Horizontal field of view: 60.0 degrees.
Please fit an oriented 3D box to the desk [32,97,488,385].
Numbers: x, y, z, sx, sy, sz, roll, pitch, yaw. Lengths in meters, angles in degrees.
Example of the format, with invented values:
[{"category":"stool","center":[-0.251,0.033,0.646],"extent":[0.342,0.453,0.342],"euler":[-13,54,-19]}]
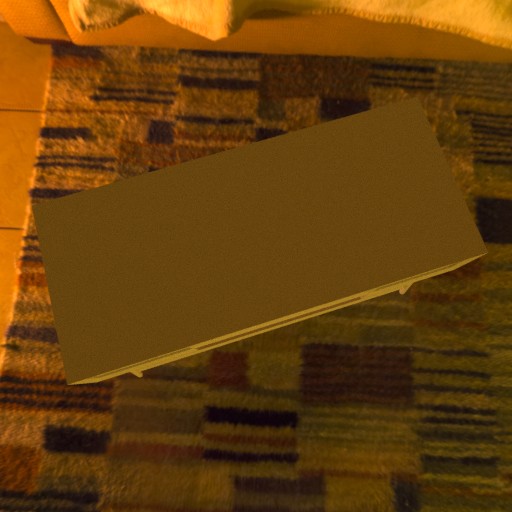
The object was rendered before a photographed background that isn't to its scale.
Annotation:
[{"category":"desk","center":[0.000,0.000,1.753],"extent":[1.313,0.762,0.589],"euler":[-17,76,-4]}]
